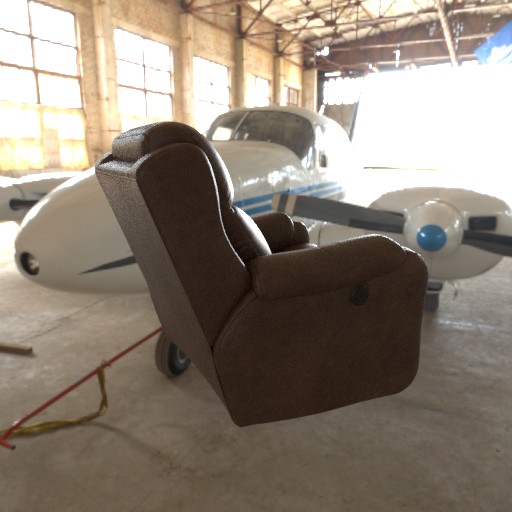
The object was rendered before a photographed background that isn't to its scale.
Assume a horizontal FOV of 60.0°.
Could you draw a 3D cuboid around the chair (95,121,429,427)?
[{"bbox_3d":[0.000,0.000,1.762,1.067,0.990,0.940,-7,15,-27],"label":"chair"}]
